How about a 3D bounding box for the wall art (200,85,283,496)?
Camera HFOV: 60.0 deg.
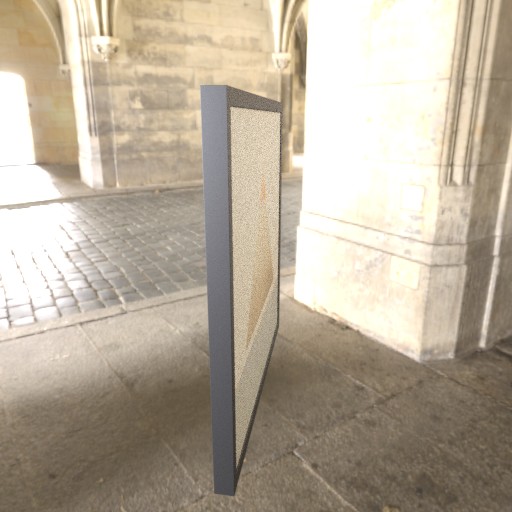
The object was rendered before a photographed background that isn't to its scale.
[{"bbox_3d":[0.000,0.000,1.135,0.042,0.766,0.769,3,17,9],"label":"wall art"}]
